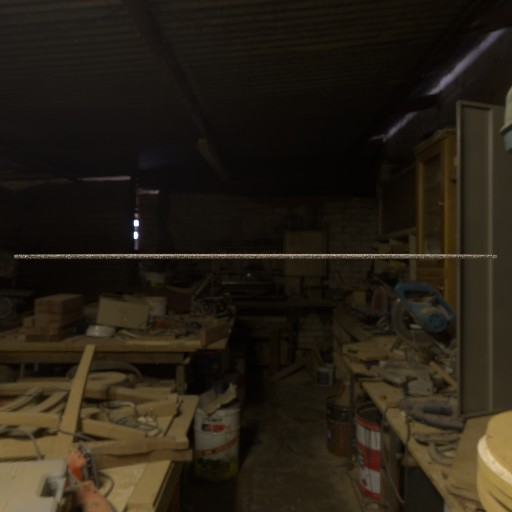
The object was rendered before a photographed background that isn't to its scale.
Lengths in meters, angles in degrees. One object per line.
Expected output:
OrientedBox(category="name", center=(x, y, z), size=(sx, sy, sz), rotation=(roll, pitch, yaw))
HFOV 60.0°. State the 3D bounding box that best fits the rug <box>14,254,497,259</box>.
OrientedBox(category="rug", center=(0.000, 0.000, 2.860), size=(2.297, 0.018, 1.532), rotation=(0, 0, 2))
